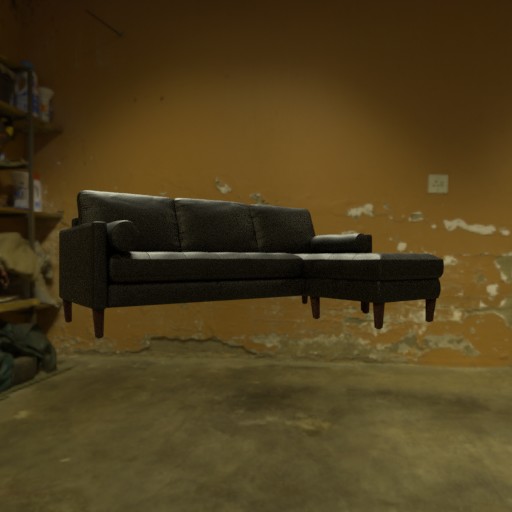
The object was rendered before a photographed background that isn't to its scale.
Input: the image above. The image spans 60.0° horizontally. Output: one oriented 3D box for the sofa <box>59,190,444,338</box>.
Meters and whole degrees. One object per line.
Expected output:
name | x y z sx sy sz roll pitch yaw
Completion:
sofa | 0.000 0.000 2.965 2.178 0.876 1.497 0 0 -35
